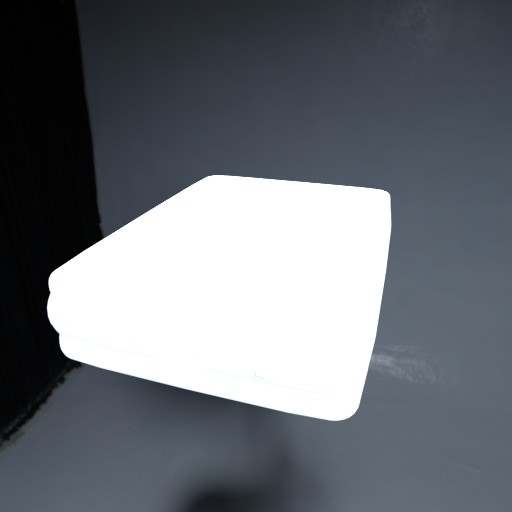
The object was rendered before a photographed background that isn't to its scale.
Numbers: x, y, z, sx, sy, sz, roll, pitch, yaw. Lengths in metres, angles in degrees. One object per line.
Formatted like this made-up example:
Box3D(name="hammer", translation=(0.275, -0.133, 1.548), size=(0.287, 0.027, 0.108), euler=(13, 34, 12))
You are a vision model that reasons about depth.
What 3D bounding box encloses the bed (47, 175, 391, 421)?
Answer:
Box3D(name="bed", translation=(0.000, 0.000, 2.689), size=(1.520, 0.460, 2.036), euler=(8, 26, 16))
